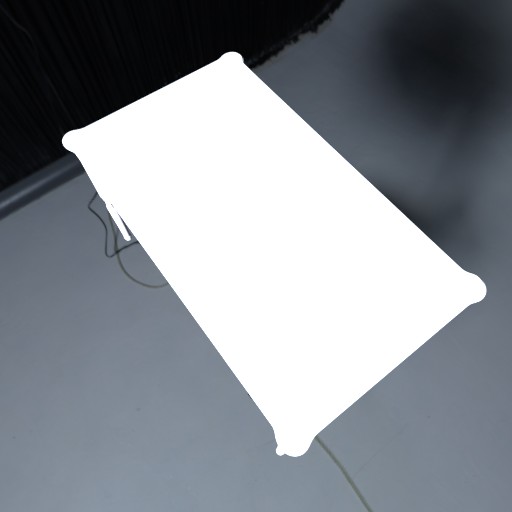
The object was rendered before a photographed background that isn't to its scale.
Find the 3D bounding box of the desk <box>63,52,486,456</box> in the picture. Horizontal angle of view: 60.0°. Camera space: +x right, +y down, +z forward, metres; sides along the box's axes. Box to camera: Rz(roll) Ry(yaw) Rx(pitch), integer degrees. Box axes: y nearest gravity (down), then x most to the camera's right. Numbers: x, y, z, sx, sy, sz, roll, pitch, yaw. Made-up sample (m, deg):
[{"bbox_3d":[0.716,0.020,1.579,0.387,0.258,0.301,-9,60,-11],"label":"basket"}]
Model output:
[{"bbox_3d":[0.000,0.000,1.843,0.807,0.762,1.380,-34,68,-16],"label":"desk"}]
